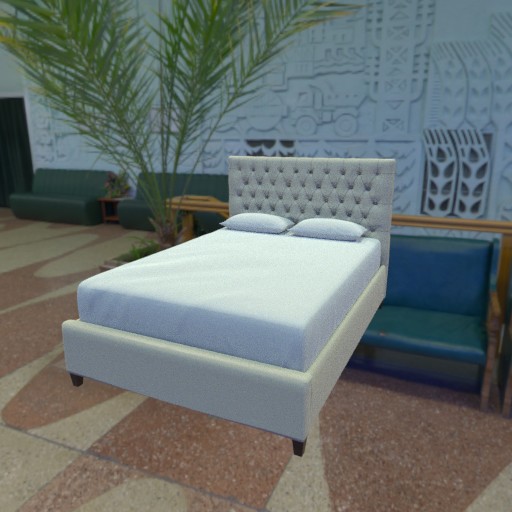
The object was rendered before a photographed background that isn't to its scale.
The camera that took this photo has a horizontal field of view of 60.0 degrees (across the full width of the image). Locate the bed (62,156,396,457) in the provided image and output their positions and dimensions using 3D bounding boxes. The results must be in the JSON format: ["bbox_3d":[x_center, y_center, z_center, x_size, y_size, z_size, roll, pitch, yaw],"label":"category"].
[{"bbox_3d":[0.000,0.000,3.476,1.698,1.427,2.387,7,16,24],"label":"bed"}]
